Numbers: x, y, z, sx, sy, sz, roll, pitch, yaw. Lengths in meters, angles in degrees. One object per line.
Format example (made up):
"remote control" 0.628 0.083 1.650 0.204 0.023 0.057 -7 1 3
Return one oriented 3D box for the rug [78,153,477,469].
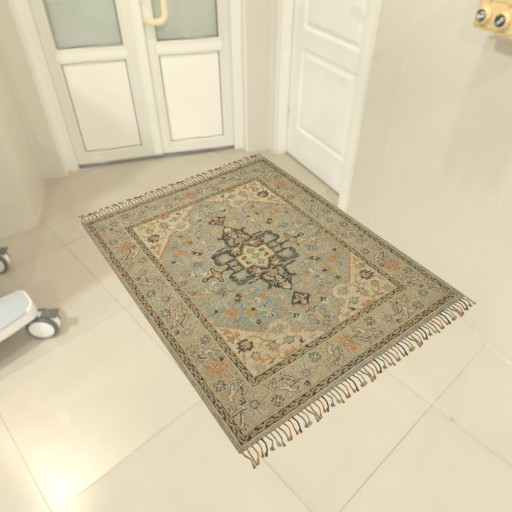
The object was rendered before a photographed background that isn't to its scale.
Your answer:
"rug" 0.000 0.000 2.280 1.278 0.009 1.730 -26 48 -26
